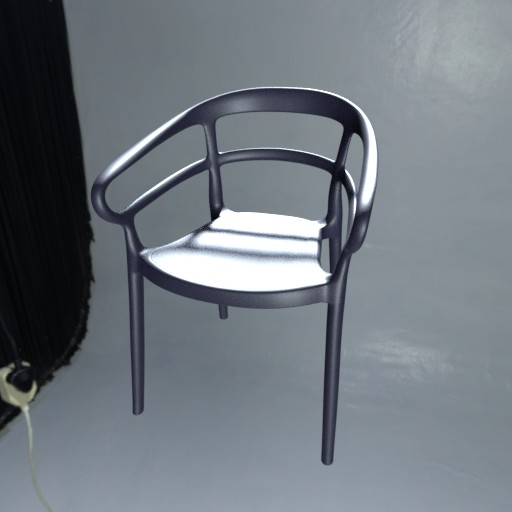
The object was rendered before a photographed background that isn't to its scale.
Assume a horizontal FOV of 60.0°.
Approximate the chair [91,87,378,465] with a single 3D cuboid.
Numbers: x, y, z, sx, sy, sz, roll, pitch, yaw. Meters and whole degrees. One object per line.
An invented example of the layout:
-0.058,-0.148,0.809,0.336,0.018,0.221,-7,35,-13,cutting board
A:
0.000,0.000,1.124,0.559,0.761,0.527,8,27,16,chair
